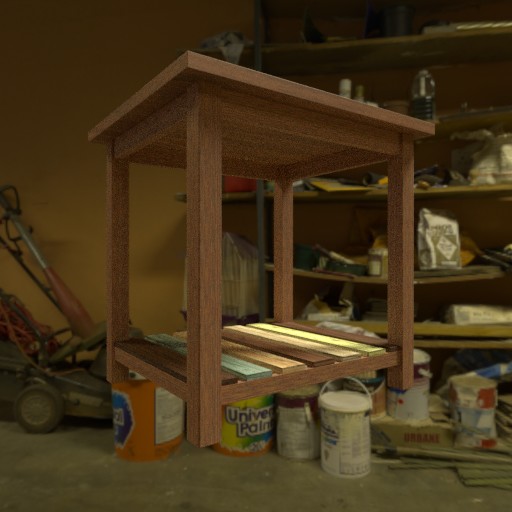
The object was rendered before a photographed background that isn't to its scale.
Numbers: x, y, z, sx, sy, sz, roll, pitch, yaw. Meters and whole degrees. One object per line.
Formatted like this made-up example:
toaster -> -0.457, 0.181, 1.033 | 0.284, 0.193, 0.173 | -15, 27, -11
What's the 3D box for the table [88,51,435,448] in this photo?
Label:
table -> 0.000, 0.000, 1.104 | 0.660, 0.635, 0.559 | 0, 0, -36
